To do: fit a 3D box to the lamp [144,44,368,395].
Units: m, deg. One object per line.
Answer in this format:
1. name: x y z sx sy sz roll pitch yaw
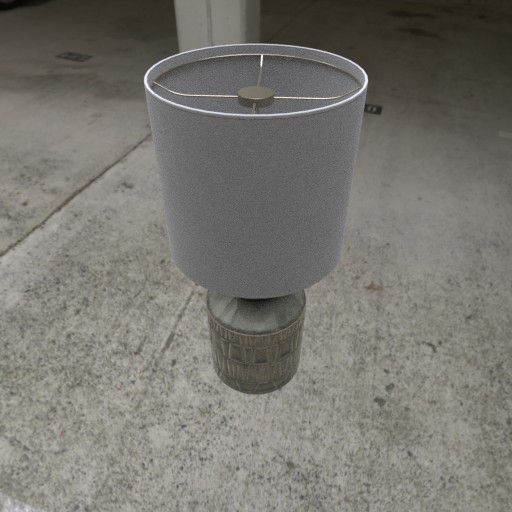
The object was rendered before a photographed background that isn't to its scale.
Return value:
1. lamp: 0.000 0.000 0.569 0.211 0.455 0.211 12 41 14
